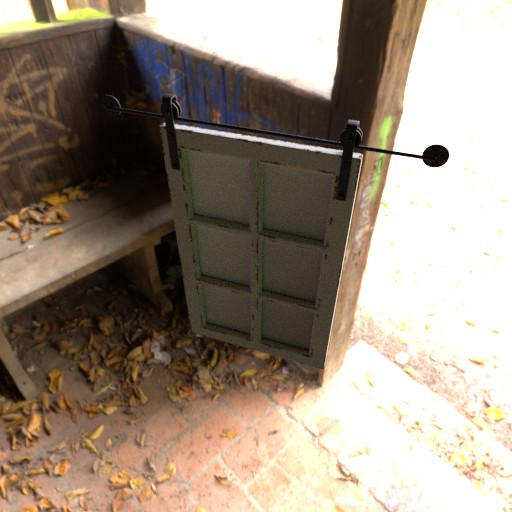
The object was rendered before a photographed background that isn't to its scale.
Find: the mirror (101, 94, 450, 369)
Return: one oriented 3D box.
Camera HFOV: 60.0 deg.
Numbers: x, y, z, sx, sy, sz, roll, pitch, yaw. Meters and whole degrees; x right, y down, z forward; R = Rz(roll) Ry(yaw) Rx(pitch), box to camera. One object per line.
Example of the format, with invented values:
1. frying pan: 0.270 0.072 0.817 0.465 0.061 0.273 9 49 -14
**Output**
1. mirror: 0.000 0.000 1.221 0.808 0.844 0.037 13 44 14
